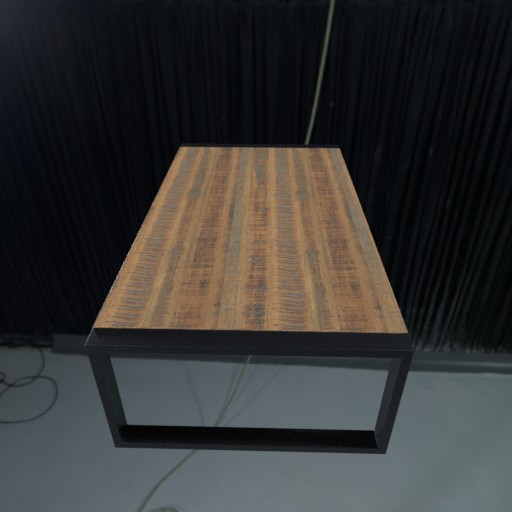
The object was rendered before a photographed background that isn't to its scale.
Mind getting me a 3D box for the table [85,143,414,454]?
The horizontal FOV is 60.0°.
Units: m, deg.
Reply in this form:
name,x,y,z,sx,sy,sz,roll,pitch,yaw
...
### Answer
name,x,y,z,sx,sy,sz,roll,pitch,yaw
table,0.000,0.000,1.679,0.750,0.400,1.350,1,34,1
